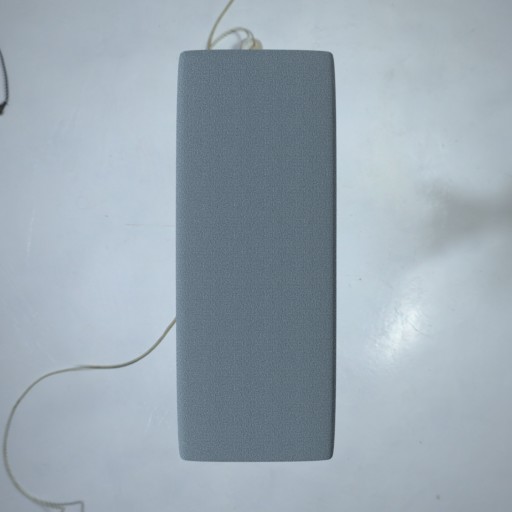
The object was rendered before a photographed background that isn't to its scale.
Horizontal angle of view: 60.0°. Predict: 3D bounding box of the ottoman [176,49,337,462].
[{"bbox_3d":[0.000,0.000,1.892,0.646,0.393,1.609,0,90,0],"label":"ottoman"}]
